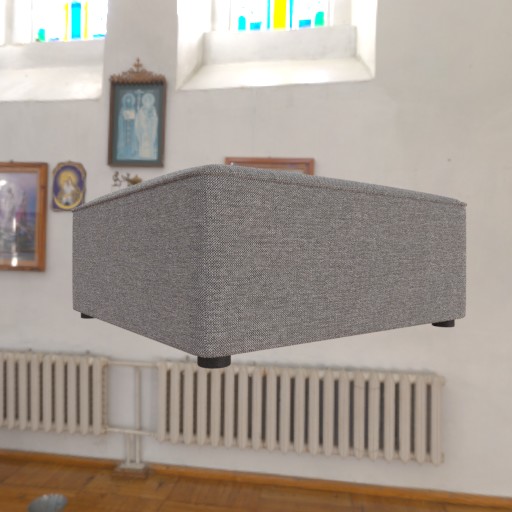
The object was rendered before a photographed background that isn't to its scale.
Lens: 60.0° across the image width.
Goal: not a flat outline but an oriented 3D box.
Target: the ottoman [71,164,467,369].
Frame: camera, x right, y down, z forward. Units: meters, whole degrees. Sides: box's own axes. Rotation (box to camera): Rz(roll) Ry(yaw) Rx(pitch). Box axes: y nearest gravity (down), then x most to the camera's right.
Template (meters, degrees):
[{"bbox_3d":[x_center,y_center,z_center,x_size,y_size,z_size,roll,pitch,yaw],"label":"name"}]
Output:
[{"bbox_3d":[0.000,0.000,1.543,1.005,0.455,1.005,0,0,-36],"label":"ottoman"}]
